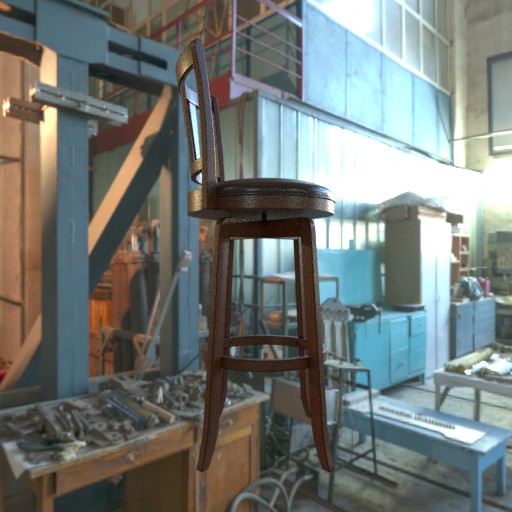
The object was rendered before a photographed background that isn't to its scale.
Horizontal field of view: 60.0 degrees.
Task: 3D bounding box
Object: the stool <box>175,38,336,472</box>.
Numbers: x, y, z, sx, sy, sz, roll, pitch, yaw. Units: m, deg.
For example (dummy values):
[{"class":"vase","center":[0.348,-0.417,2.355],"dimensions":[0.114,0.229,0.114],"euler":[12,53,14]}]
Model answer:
[{"class":"stool","center":[0.000,0.000,1.419],"dimensions":[0.503,1.177,0.464],"euler":[0,0,0]}]
